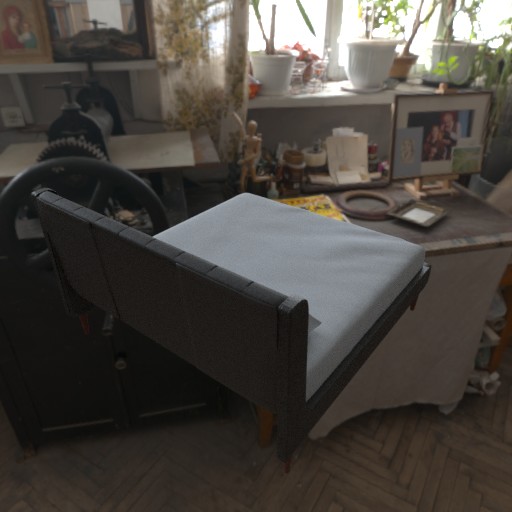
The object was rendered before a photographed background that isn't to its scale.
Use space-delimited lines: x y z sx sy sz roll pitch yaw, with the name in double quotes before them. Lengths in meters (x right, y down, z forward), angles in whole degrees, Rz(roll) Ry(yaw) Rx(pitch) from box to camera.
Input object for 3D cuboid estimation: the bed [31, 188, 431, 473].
"bed" 0.000 0.000 3.151 1.903 1.158 2.031 22 37 32
